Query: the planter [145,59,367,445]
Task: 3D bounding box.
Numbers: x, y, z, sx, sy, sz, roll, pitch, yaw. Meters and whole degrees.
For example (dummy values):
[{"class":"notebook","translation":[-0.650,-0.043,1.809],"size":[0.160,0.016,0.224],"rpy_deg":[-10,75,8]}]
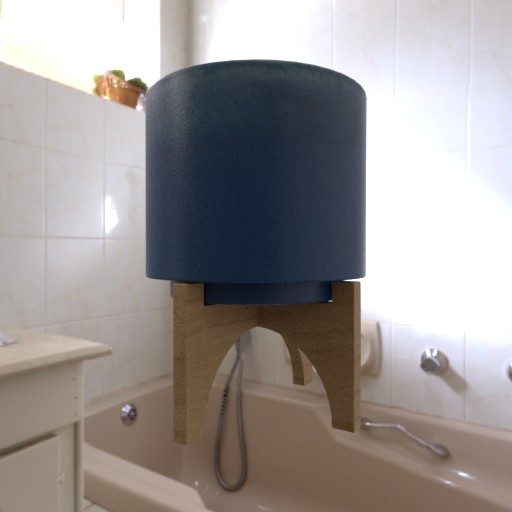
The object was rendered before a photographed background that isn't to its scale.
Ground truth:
[{"class":"planter","translation":[0.000,0.000,0.541],"size":[0.261,0.367,0.261],"rpy_deg":[0,0,0]}]
